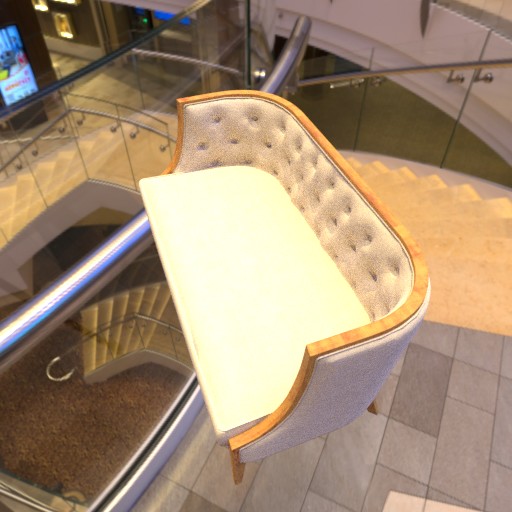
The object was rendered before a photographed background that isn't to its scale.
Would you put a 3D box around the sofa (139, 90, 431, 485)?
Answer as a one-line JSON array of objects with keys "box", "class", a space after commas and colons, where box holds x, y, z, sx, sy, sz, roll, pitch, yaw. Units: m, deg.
[{"box": [0.000, 0.000, 1.895, 0.770, 0.775, 1.474, -15, 48, -14], "class": "sofa"}]
